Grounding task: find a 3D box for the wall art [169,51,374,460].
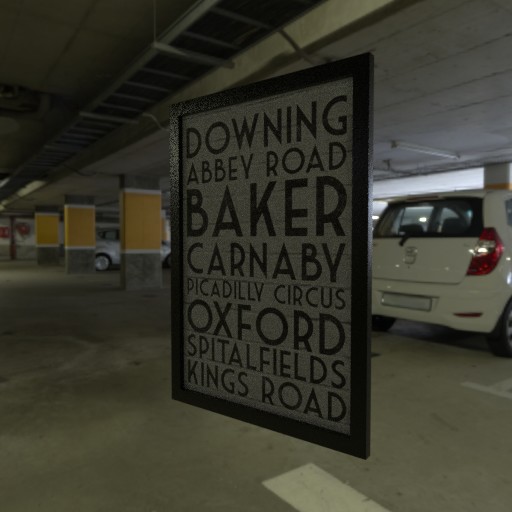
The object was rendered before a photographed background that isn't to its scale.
[{"bbox_3d":[0.000,0.000,0.564,0.304,0.432,0.013,2,3,37],"label":"wall art"}]
